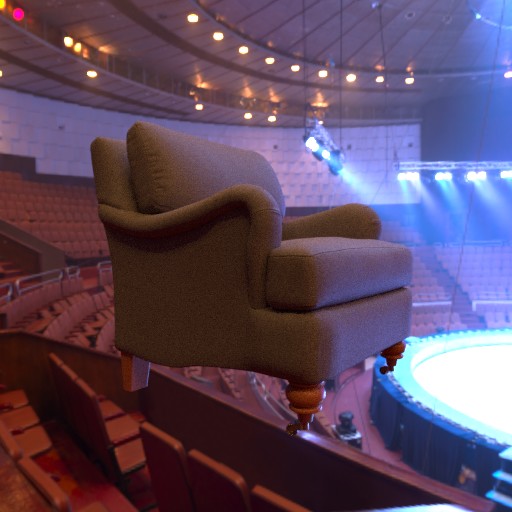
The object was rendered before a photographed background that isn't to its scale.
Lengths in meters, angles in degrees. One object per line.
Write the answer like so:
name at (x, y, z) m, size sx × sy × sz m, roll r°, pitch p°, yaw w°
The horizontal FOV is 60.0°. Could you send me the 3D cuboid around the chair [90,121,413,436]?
chair at (0.000, 0.000, 1.848) m, size 1.070 × 1.038 × 0.955 m, roll 1°, pitch 2°, yaw 36°
